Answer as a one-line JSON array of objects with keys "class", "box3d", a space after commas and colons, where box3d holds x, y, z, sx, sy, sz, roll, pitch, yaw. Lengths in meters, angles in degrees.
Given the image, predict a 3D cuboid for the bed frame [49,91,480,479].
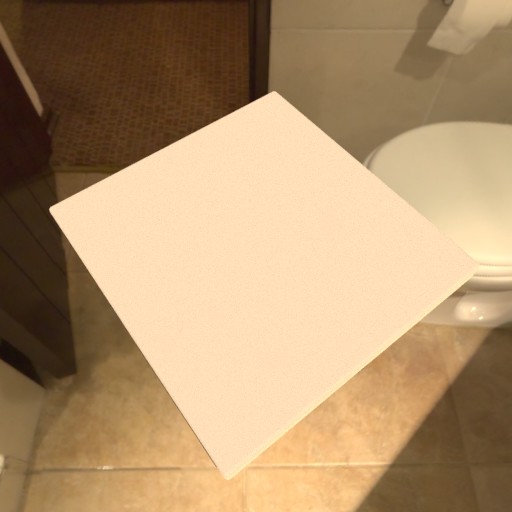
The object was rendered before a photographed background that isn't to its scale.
[{"class": "bed frame", "box3d": [0.000, 0.000, 3.041, 1.935, 0.525, 2.033, -33, 65, -18]}]
